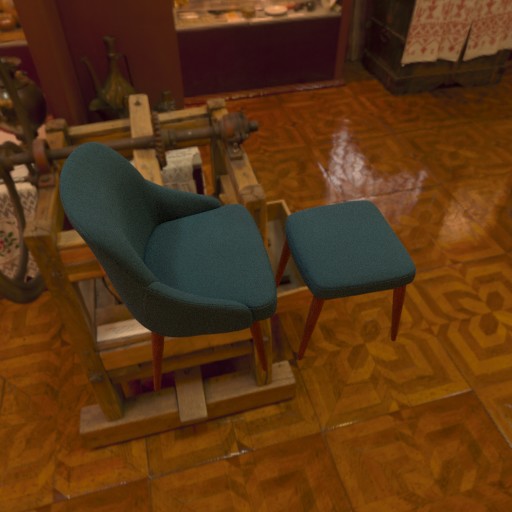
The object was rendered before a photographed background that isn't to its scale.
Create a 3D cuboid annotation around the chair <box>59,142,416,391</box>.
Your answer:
[{"bbox_3d":[0.000,0.000,1.611,1.114,0.866,0.584,-9,46,-9],"label":"chair"}]
